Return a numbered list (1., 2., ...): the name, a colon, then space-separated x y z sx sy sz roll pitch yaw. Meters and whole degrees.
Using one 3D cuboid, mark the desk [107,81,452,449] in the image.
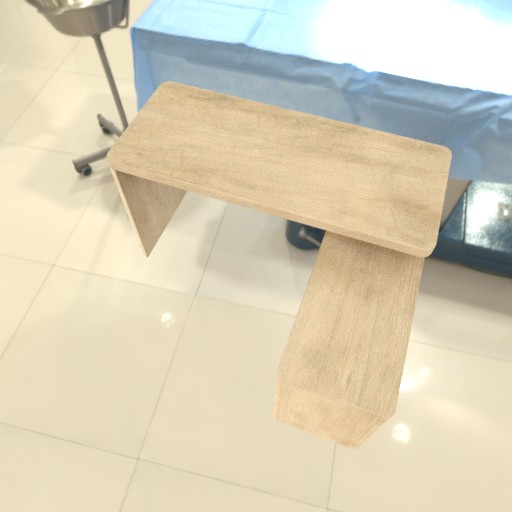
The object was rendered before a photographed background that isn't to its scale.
1. desk: 0.000 0.000 2.083 1.400 0.770 1.175 17 59 11
